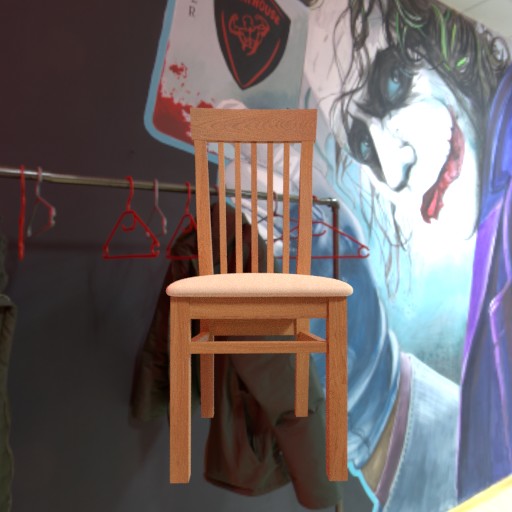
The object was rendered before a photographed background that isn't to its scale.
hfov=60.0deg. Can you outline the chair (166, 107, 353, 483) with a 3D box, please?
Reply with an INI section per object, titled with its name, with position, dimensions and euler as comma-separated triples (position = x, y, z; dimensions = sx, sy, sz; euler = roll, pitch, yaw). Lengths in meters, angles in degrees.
[chair]
position = 0.000, 0.000, 1.299
dimensions = 0.450, 1.050, 0.580
euler = 0, -1, -2
